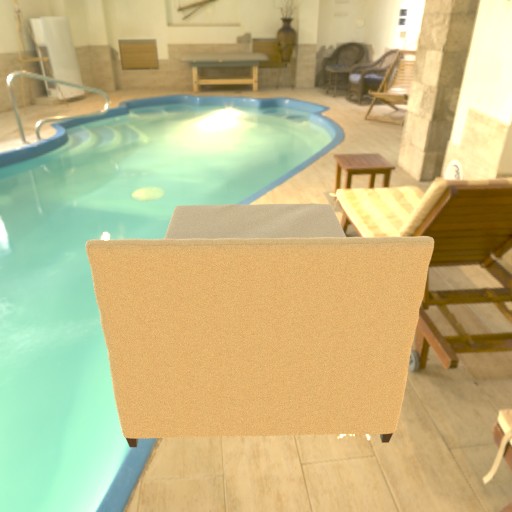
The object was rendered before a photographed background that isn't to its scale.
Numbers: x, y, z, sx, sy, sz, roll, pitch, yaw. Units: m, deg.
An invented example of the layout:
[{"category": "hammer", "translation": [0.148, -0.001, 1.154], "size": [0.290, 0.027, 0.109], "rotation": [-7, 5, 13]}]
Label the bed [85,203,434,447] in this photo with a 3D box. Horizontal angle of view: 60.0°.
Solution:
[{"category": "bed", "translation": [0.000, 0.000, 3.462], "size": [1.698, 1.427, 2.387], "rotation": [-1, 29, -1]}]
